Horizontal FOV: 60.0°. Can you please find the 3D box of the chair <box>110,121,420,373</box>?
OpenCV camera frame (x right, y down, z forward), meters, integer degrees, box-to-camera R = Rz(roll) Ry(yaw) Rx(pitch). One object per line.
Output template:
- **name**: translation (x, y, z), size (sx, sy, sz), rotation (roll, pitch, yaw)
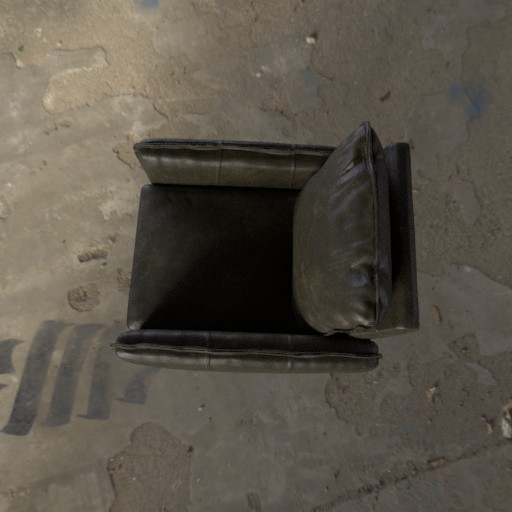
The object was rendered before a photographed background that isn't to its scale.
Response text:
- **chair**: translation (0.000, 0.000, 1.618), size (0.921, 0.921, 0.830), rotation (2, 76, 1)
